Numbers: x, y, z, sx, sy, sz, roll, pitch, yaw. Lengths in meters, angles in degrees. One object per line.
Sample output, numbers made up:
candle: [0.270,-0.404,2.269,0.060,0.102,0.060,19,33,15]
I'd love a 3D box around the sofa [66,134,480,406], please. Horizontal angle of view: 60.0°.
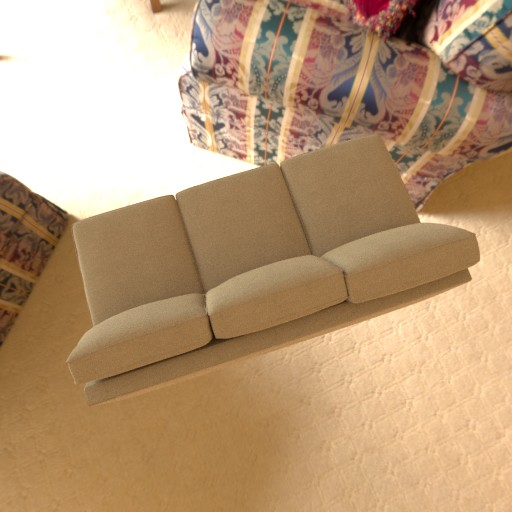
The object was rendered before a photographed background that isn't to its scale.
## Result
sofa: [0.000,0.000,2.688,2.092,1.036,1.127,-17,76,-5]
